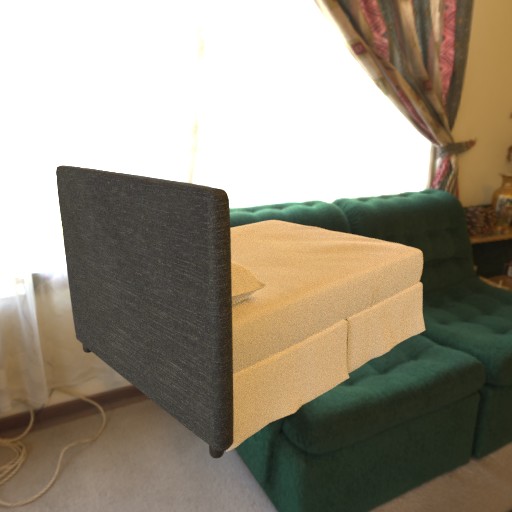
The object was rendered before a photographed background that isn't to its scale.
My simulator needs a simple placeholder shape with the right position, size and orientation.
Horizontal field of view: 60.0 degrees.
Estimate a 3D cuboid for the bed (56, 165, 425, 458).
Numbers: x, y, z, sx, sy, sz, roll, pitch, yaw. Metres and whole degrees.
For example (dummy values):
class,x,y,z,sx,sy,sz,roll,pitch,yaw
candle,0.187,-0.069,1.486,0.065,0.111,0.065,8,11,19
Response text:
class,x,y,z,sx,sy,sz,roll,pitch,yaw
bed,0.000,0.000,3.203,2.142,1.330,1.723,-15,22,-42
